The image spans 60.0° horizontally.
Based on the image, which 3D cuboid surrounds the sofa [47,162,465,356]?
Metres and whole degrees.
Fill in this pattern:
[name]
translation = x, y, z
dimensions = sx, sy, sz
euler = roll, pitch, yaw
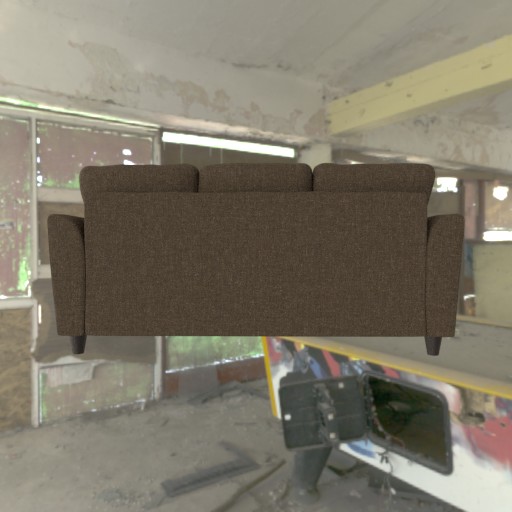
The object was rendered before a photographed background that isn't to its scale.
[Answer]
[sofa]
translation = 0.000, 0.000, 2.365
dimensions = 1.847, 0.891, 0.837
euler = 0, 1, 1
